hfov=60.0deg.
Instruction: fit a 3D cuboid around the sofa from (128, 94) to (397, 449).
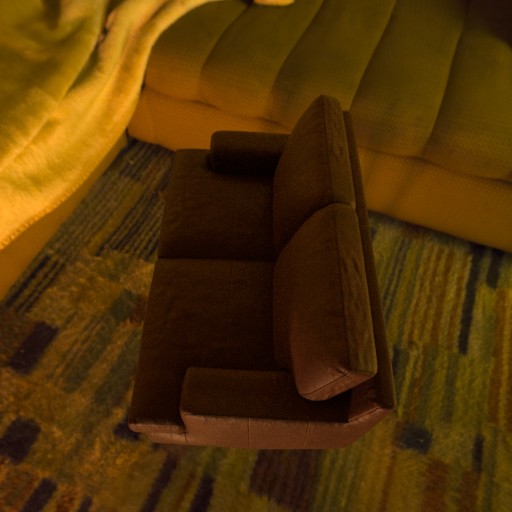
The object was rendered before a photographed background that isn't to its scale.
[{"bbox_3d":[0.000,0.000,2.451,1.143,0.939,1.880,1,56,1],"label":"sofa"}]
